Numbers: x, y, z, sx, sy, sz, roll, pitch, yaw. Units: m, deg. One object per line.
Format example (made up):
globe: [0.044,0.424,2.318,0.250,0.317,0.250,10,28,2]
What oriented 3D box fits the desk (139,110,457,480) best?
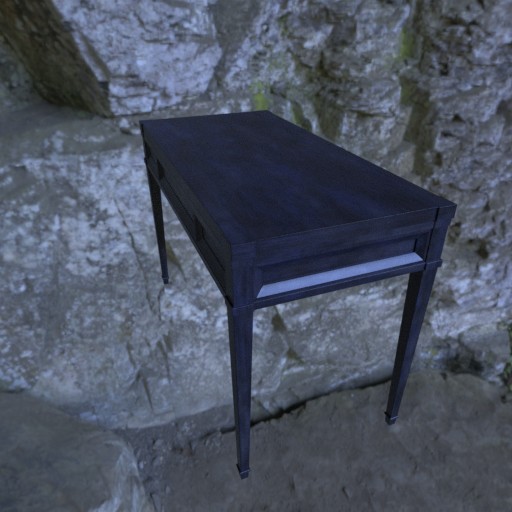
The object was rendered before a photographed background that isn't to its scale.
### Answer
desk: [0.000,0.000,1.797,0.630,0.861,1.289,-11,31,-19]
